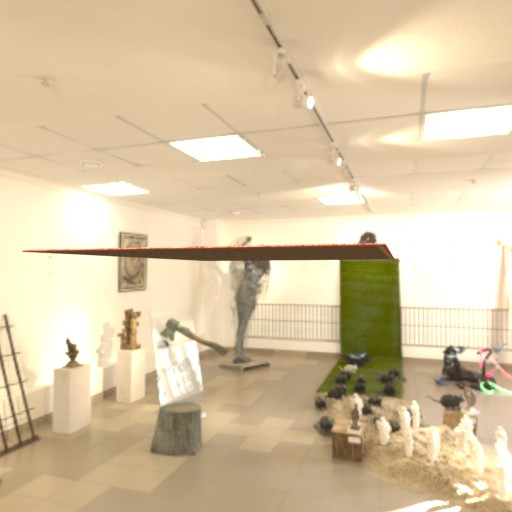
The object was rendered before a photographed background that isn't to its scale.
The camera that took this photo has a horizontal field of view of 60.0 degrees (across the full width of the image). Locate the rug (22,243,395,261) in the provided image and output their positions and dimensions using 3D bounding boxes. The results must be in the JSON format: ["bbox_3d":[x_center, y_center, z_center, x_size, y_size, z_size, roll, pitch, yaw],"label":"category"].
[{"bbox_3d":[0.000,0.000,4.152,2.441,0.016,3.050,-1,-2,18],"label":"rug"}]
